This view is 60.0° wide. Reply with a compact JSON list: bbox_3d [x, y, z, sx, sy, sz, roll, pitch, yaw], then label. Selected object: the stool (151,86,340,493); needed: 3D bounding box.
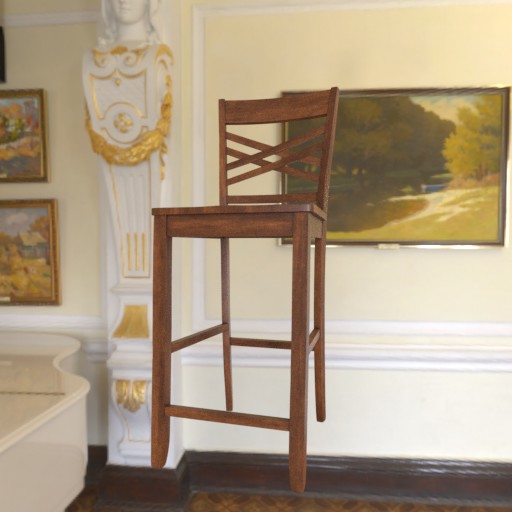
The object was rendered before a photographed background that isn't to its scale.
[{"bbox_3d":[0.000,0.000,1.309,0.426,1.098,0.504,0,1,18],"label":"stool"}]
